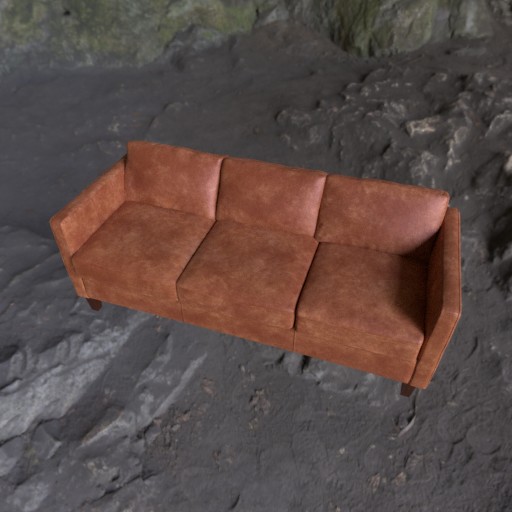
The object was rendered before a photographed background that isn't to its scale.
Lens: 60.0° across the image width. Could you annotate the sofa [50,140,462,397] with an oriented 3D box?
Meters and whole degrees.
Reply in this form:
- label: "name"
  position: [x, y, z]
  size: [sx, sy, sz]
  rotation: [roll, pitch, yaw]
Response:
- label: "sofa"
  position: [0.000, 0.000, 2.995]
  size: [2.464, 1.006, 1.045]
  rotation: [12, 42, 14]
